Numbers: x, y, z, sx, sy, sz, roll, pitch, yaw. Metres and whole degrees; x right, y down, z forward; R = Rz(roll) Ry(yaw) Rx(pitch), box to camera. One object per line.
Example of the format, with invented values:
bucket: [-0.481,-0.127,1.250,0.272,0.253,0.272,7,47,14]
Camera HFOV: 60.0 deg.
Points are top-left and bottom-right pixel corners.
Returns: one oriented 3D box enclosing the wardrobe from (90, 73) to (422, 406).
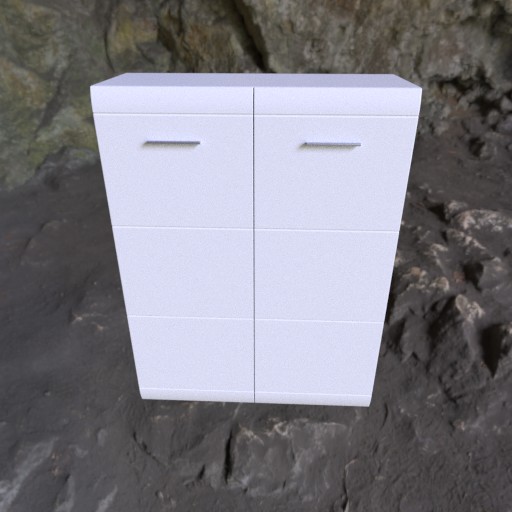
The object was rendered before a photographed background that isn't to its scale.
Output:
wardrobe: [0.000,0.000,1.616,0.900,1.200,0.360,1,28,2]
